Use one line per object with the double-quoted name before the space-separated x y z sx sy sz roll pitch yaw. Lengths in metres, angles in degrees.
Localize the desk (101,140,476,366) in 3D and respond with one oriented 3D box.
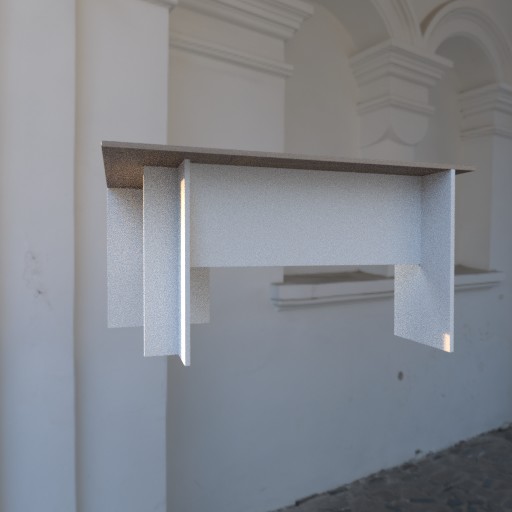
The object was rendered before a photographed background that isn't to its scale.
"desk" 0.000 0.000 2.129 1.361 0.716 1.303 0 1 -18
